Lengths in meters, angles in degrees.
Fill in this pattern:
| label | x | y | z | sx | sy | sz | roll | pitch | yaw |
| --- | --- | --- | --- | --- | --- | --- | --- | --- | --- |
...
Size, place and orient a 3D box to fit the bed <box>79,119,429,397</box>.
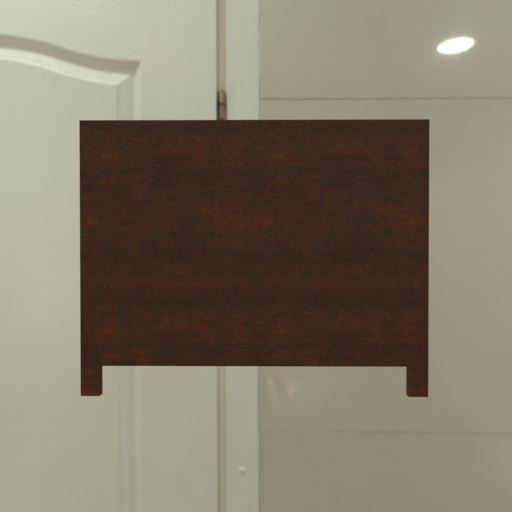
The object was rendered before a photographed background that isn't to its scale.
| label | x | y | z | sx | sy | sz | roll | pitch | yaw |
| --- | --- | --- | --- | --- | --- | --- | --- | --- | --- |
| bed | 0.000 | 0.000 | 3.125 | 1.600 | 1.270 | 2.184 | 0 | 1 | 1 |
